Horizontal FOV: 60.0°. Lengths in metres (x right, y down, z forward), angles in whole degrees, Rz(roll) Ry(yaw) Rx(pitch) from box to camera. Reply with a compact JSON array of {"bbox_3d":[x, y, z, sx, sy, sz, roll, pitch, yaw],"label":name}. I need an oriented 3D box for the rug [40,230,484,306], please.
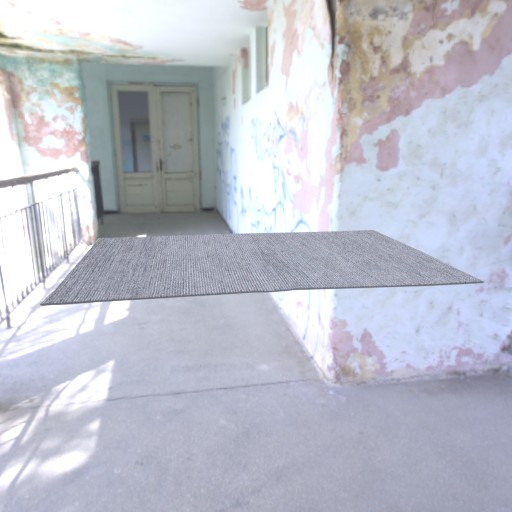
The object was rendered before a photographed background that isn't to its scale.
[{"bbox_3d":[0.000,0.000,2.296,1.789,0.021,1.159,-2,14,-8],"label":"rug"}]
